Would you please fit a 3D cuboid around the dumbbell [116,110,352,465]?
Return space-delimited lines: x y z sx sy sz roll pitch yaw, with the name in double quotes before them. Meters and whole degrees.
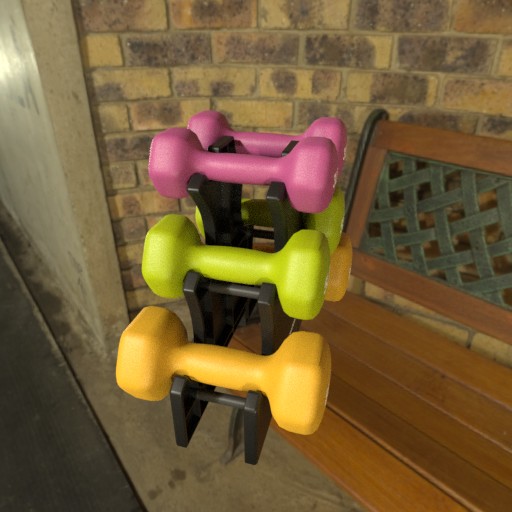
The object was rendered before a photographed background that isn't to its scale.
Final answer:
"dumbbell" 0.000 0.000 0.465 0.190 0.271 0.300 8 30 14
